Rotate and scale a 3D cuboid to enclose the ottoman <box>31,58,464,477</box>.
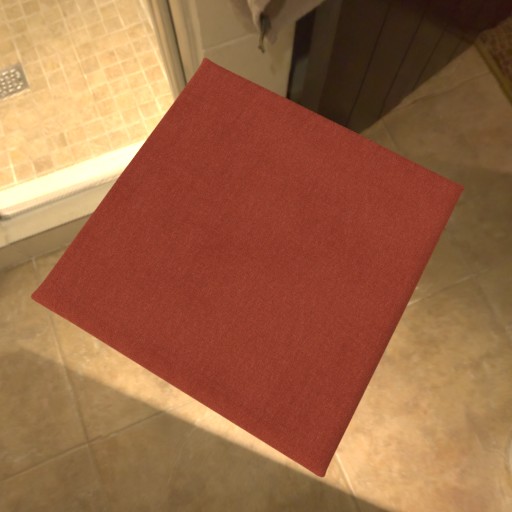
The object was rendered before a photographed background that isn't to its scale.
[{"bbox_3d":[0.000,0.000,1.379,0.889,0.411,0.890,29,76,8],"label":"ottoman"}]
